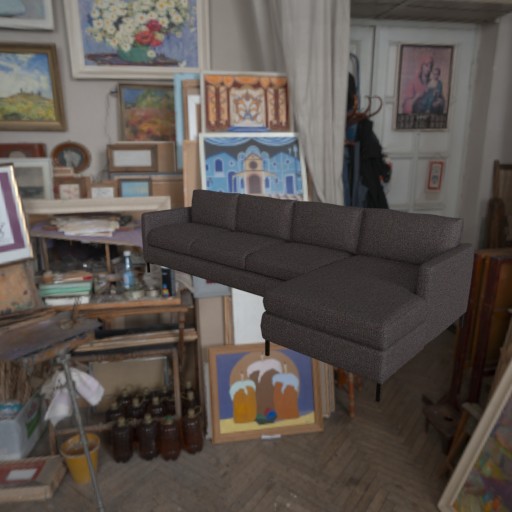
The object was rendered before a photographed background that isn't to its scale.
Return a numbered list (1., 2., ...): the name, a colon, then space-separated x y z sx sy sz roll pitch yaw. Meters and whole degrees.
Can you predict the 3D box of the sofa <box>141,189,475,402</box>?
1. sofa: 0.000 0.000 3.901 3.221 0.892 1.483 13 19 41
